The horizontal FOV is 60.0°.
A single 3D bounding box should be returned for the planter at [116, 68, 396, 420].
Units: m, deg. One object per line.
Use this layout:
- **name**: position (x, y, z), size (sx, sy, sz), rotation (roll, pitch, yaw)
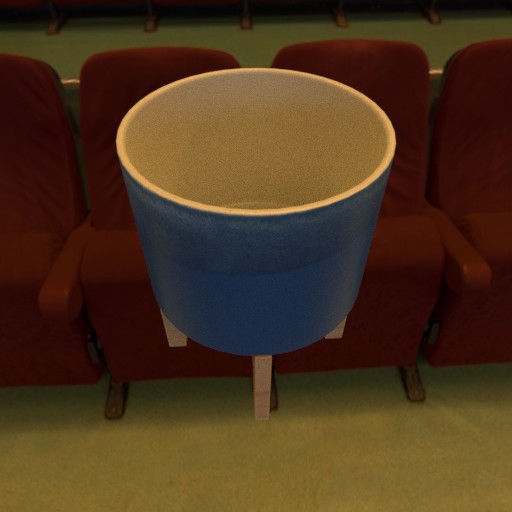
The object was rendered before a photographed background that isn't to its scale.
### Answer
- **planter**: position (0.000, 0.000, 0.405), size (0.192, 0.263, 0.192), rotation (0, 46, 0)
